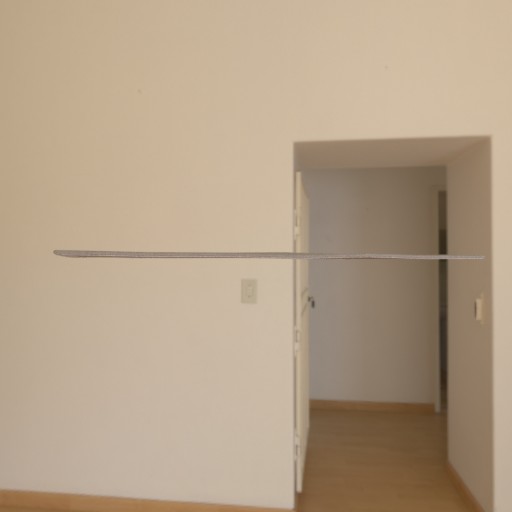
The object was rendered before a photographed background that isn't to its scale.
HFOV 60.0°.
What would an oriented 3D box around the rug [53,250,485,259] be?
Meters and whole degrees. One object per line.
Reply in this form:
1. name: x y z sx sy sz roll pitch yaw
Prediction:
1. rug: 0.000 0.000 2.351 1.829 0.034 1.252 0 -1 -18
